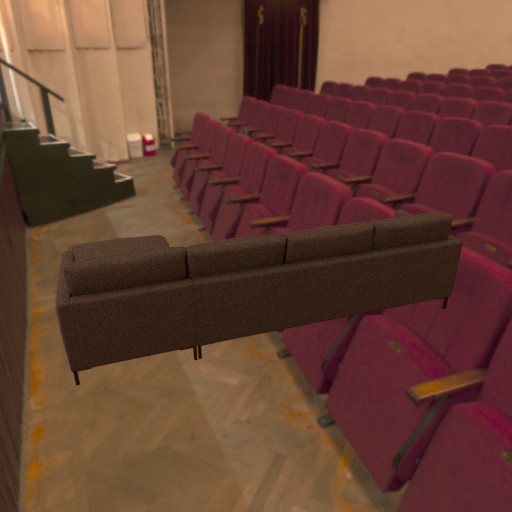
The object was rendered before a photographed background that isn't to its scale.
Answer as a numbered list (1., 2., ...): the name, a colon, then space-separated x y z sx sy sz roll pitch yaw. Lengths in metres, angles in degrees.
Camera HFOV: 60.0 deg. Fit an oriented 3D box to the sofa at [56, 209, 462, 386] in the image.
1. sofa: 0.000 0.000 3.953 3.221 0.892 1.483 -8 26 -17
